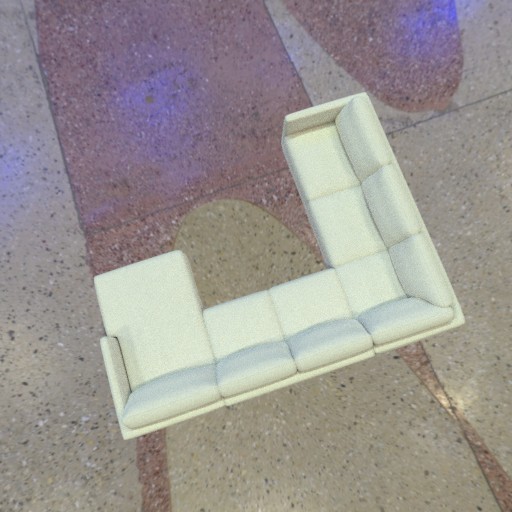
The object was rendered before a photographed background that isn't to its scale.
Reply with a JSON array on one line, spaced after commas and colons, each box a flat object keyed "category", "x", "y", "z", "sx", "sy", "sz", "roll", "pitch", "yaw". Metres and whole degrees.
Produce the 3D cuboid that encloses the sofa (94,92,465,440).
[{"category": "sofa", "x": 0.000, "y": 0.000, "z": 4.437, "sx": 3.238, "sy": 0.853, "sz": 2.551, "roll": -18, "pitch": 77, "yaw": -4}]
